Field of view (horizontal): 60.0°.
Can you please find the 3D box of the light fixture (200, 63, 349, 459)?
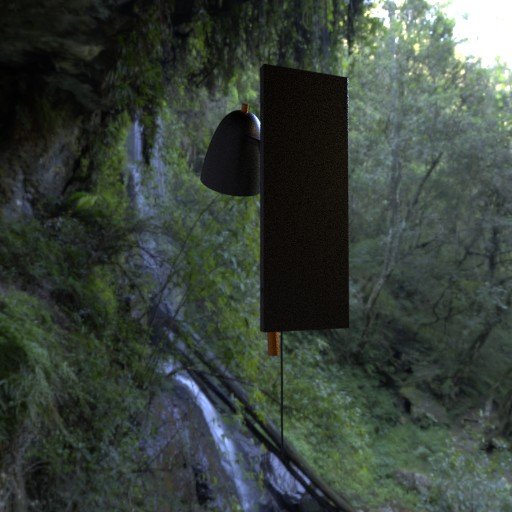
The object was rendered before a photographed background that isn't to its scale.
[{"bbox_3d":[0.000,0.000,0.949,0.162,0.715,0.499,1,-2,-20],"label":"light fixture"}]
